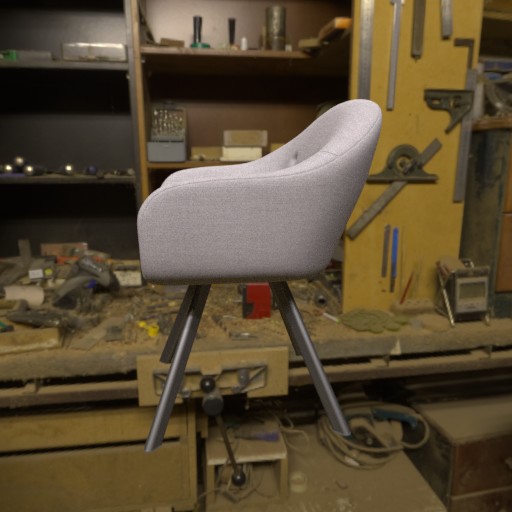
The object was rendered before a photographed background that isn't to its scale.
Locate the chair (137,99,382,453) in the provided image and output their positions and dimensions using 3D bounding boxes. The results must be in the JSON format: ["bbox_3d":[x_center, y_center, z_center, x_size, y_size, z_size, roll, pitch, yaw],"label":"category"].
[{"bbox_3d":[0.000,0.000,1.161,0.570,0.780,0.540,-2,13,-7],"label":"chair"}]
